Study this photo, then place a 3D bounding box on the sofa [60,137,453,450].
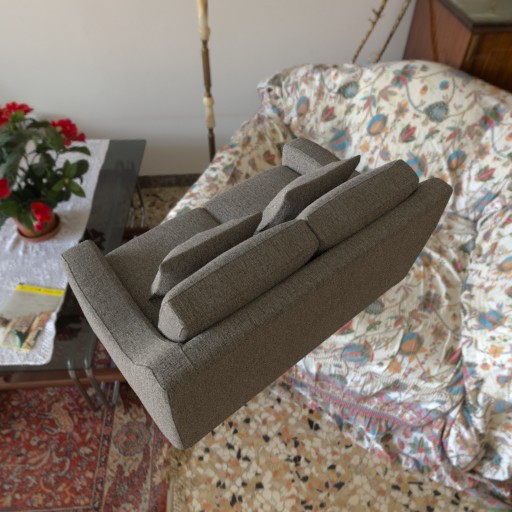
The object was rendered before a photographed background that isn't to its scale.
[{"bbox_3d":[0.000,0.000,2.415,1.778,0.991,1.120,-31,54,-26],"label":"sofa"}]
